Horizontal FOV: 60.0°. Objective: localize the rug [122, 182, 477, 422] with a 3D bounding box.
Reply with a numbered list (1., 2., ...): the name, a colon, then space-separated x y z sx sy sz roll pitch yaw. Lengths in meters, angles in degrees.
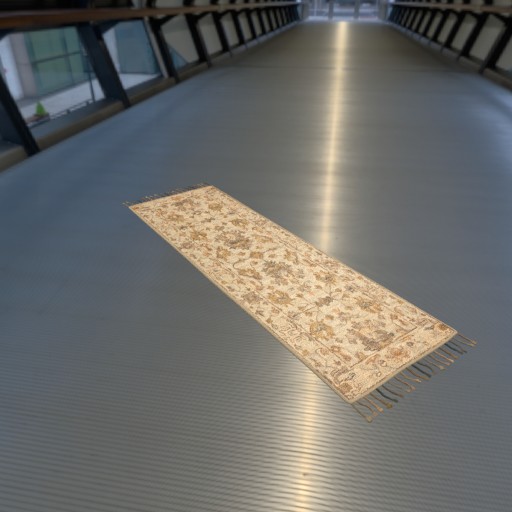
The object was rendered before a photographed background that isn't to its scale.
1. rug: 0.000 0.000 2.662 0.729 0.021 2.438 -20 36 -30
